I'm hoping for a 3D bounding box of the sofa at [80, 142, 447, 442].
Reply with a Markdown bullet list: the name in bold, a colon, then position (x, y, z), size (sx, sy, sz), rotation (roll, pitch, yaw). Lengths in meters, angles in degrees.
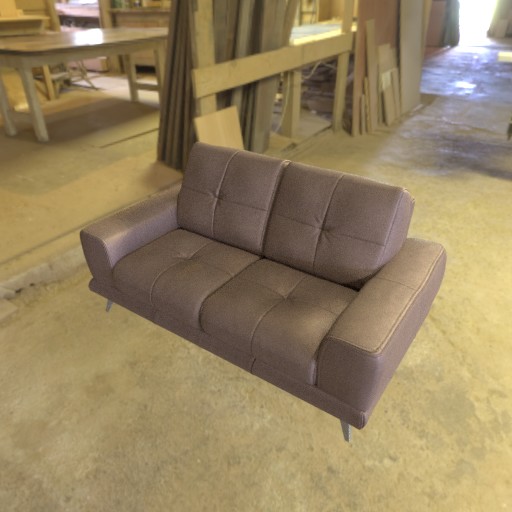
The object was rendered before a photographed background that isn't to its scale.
- **sofa**: position (0.000, 0.000, 2.441), size (1.806, 0.907, 1.018), rotation (20, 36, 29)
